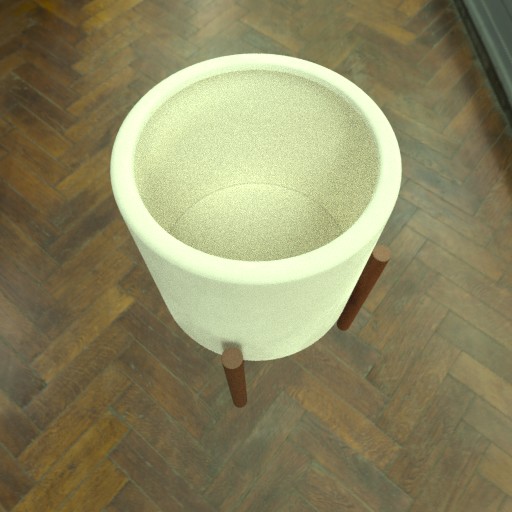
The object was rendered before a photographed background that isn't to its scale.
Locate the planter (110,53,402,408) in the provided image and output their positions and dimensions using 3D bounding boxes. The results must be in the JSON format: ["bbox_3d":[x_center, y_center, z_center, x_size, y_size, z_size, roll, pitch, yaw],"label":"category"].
[{"bbox_3d":[0.000,0.000,0.500,0.224,0.358,0.224,-33,67,-16],"label":"planter"}]
